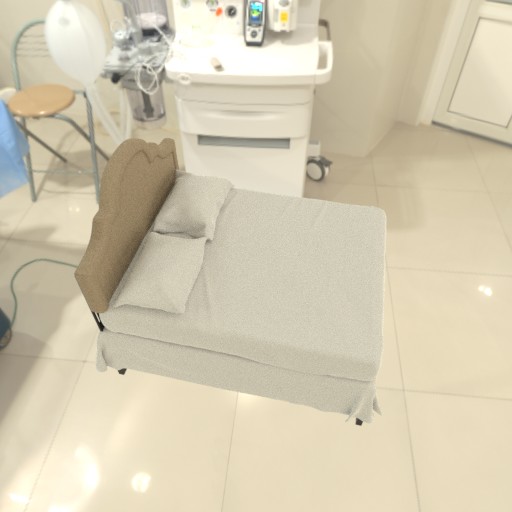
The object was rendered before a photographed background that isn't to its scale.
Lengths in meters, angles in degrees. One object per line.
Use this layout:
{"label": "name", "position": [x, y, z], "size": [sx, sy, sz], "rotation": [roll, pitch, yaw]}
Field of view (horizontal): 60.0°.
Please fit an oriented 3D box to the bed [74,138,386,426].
{"label": "bed", "position": [0.000, 0.000, 3.429], "size": [2.222, 1.634, 1.780], "rotation": [9, 48, 9]}
